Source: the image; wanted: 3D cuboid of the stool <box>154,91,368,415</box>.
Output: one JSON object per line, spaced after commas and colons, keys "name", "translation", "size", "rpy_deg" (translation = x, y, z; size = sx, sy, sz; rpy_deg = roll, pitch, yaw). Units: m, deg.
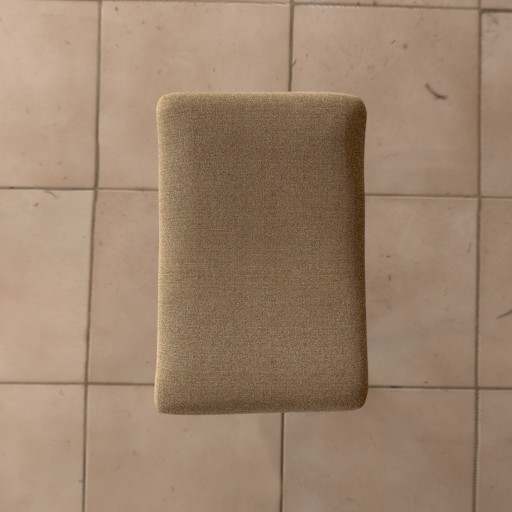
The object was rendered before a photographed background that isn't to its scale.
{"name": "stool", "translation": [0.000, 0.000, 1.043], "size": [0.363, 0.768, 0.509], "rpy_deg": [0, 89, -1]}
